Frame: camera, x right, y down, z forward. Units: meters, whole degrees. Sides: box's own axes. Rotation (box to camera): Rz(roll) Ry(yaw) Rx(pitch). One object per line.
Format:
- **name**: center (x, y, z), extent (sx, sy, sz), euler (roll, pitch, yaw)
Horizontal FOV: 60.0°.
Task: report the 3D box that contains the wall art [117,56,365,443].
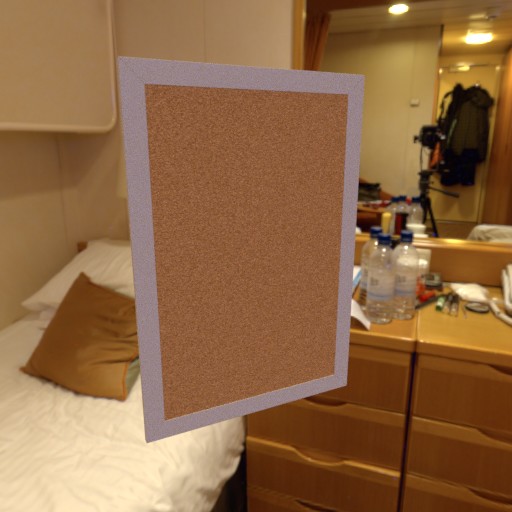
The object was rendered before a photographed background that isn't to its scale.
- **wall art**: center (0.000, 0.000, 0.833), extent (0.454, 0.659, 0.011), euler (-7, 16, -25)
